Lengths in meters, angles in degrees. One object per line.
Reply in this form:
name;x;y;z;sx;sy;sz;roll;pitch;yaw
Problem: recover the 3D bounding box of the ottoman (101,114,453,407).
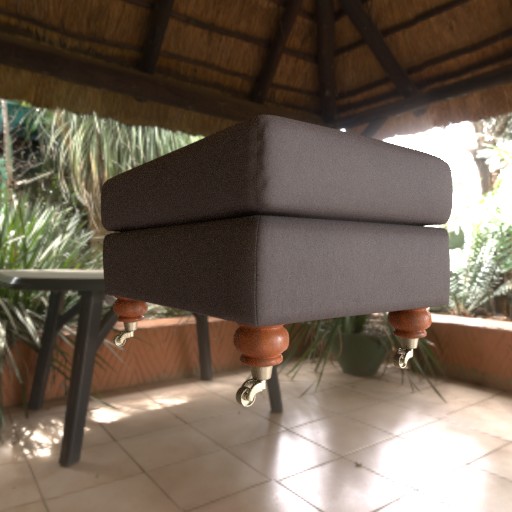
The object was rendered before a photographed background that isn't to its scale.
ottoman;0.000;0.000;1.120;0.574;0.497;0.773;0;0;-36
